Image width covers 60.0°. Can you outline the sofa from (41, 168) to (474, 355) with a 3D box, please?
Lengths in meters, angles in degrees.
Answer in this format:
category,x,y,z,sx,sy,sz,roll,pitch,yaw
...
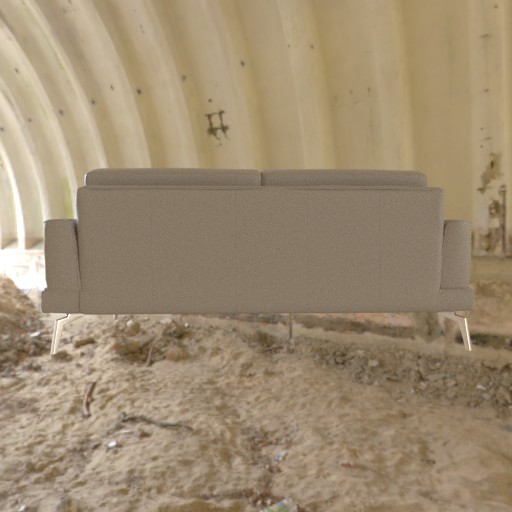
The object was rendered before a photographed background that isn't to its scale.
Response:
category,x,y,z,sx,sy,sz,roll,pitch,yaw
sofa,0.000,0.000,2.685,2.177,0.930,1.121,0,1,-2
